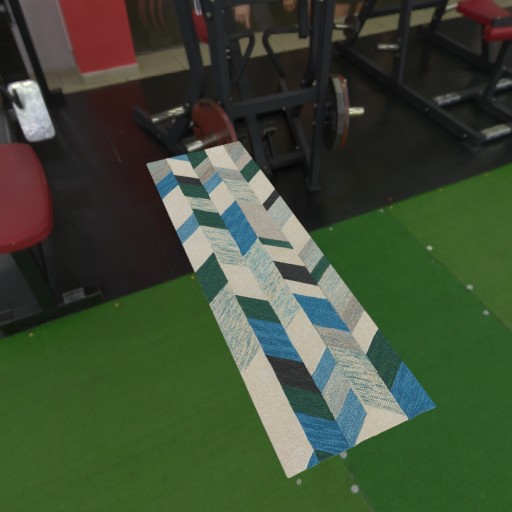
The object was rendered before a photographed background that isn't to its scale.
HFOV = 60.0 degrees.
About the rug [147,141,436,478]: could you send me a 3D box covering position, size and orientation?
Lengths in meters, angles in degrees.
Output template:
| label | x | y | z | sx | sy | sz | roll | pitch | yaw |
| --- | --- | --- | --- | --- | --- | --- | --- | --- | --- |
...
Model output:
| label | x | y | z | sx | sy | sz | roll | pitch | yaw |
| --- | --- | --- | --- | --- | --- | --- | --- | --- | --- |
| rug | 0.000 | 0.000 | 2.716 | 0.774 | 0.008 | 2.437 | -18 | 49 | -16 |
